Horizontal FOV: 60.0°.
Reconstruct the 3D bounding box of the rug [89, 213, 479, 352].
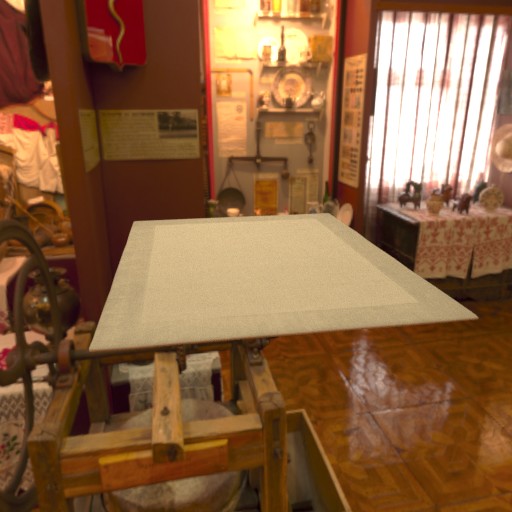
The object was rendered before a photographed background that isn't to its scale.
[{"bbox_3d":[0.000,0.000,4.060,2.430,0.018,2.976,-3,19,-9],"label":"rug"}]
